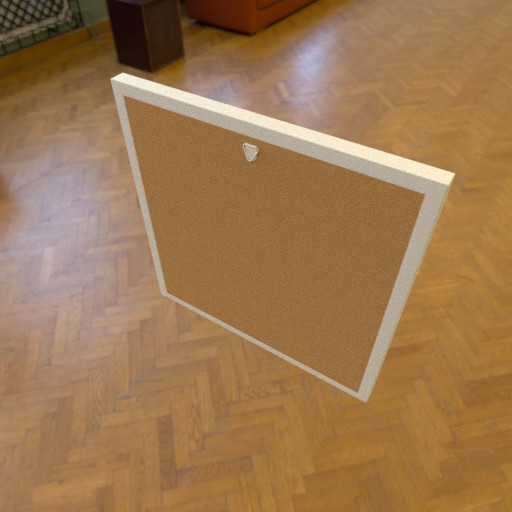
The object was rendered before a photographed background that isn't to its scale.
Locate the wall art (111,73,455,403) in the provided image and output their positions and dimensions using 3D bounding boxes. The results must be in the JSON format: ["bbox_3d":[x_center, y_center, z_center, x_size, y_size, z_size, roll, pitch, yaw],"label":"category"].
[{"bbox_3d":[0.000,0.000,1.143,0.761,0.762,0.050,24,50,22],"label":"wall art"}]
